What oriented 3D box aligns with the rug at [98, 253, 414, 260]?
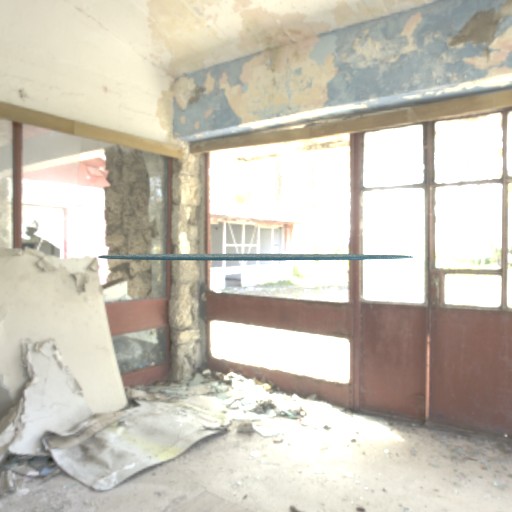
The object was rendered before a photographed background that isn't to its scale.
[{"bbox_3d":[0.000,0.000,2.371,1.593,0.012,1.593,0,1,0],"label":"rug"}]
